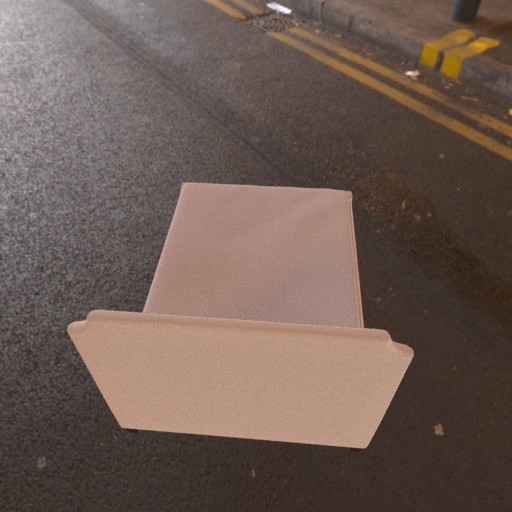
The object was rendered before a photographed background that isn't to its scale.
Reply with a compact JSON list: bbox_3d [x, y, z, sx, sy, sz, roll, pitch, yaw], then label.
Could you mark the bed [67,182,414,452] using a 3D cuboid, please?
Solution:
[{"bbox_3d":[0.000,0.000,3.374,1.712,1.443,2.372,4,47,3],"label":"bed"}]
